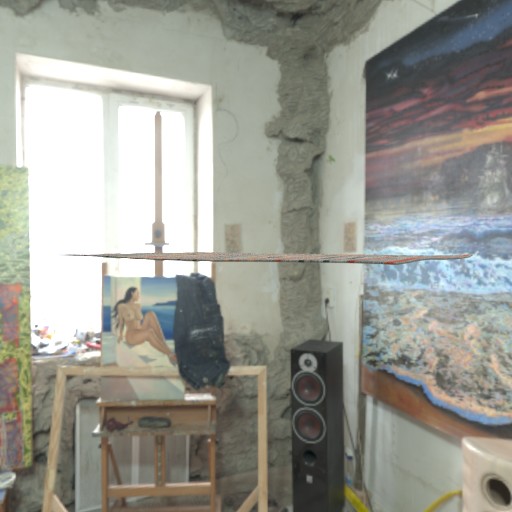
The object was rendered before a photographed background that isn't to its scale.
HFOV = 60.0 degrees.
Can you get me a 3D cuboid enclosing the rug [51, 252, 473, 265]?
[{"bbox_3d":[0.000,0.000,3.024,2.439,0.029,1.537,1,1,36],"label":"rug"}]
